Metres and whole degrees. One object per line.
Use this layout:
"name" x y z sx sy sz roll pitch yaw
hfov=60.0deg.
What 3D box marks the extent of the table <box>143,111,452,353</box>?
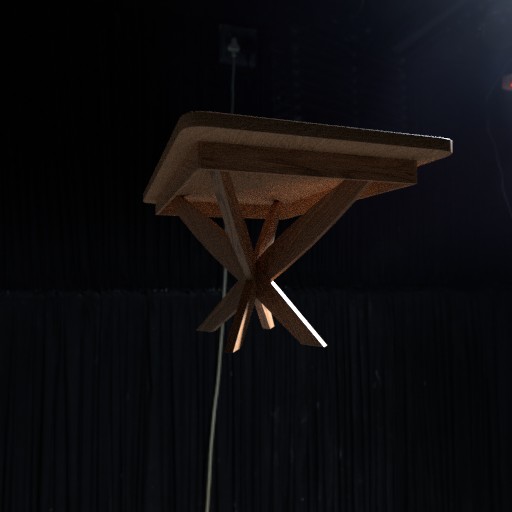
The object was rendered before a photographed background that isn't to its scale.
"table" 0.000 0.000 2.122 0.950 0.770 1.600 0 -1 -18
